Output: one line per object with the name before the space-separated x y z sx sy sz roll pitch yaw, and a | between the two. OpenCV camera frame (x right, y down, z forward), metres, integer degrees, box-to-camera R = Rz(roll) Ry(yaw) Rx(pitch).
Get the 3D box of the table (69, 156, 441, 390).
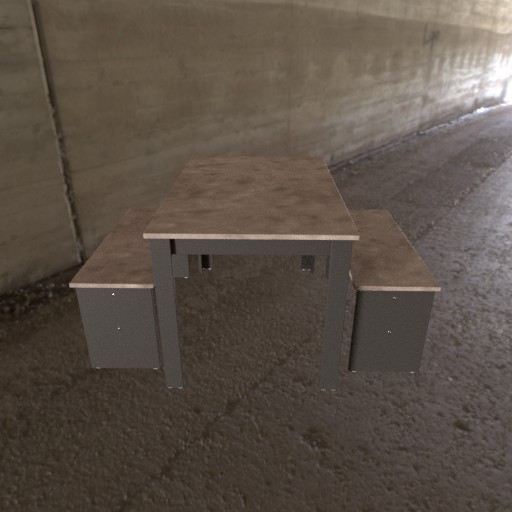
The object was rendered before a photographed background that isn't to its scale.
table | 0.000 0.000 2.141 1.443 0.700 1.100 1 26 1
